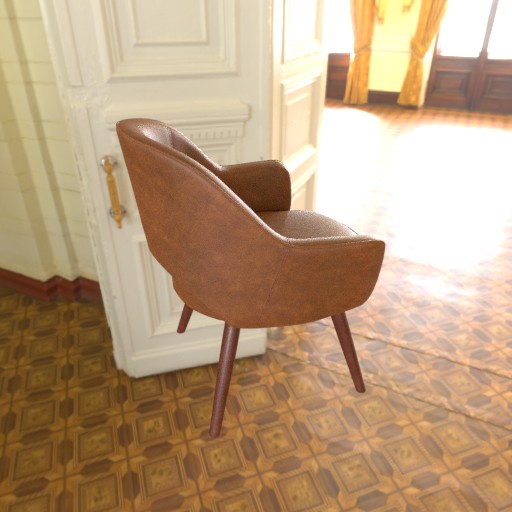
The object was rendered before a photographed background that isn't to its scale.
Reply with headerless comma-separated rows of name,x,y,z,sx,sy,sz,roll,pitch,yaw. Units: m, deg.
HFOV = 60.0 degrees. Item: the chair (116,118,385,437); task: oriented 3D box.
chair,0.000,0.000,1.240,0.640,0.777,0.591,-10,32,-17
